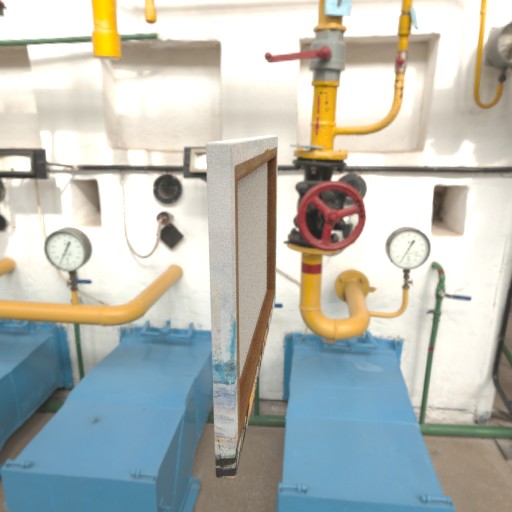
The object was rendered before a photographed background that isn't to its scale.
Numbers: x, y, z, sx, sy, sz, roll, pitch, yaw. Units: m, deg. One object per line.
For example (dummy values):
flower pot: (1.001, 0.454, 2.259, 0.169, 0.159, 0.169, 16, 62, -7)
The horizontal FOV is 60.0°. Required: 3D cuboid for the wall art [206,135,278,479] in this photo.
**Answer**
wall art: (0.000, 0.000, 1.180, 0.038, 0.609, 0.913, 2, 16, 7)
